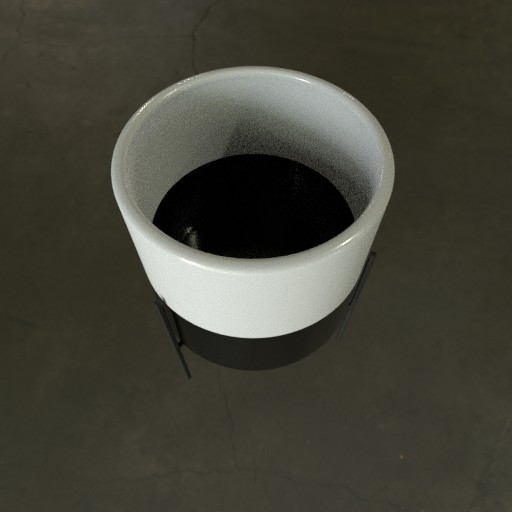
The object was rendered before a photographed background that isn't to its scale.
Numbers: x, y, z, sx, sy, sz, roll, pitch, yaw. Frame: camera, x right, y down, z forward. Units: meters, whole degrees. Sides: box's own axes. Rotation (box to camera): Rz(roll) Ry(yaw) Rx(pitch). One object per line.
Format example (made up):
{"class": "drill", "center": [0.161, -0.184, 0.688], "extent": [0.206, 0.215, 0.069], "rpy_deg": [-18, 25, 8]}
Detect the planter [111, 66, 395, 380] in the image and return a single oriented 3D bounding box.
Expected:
{"class": "planter", "center": [0.000, 0.000, 0.655], "extent": [0.310, 0.432, 0.310], "rpy_deg": [1, 58, 0]}
